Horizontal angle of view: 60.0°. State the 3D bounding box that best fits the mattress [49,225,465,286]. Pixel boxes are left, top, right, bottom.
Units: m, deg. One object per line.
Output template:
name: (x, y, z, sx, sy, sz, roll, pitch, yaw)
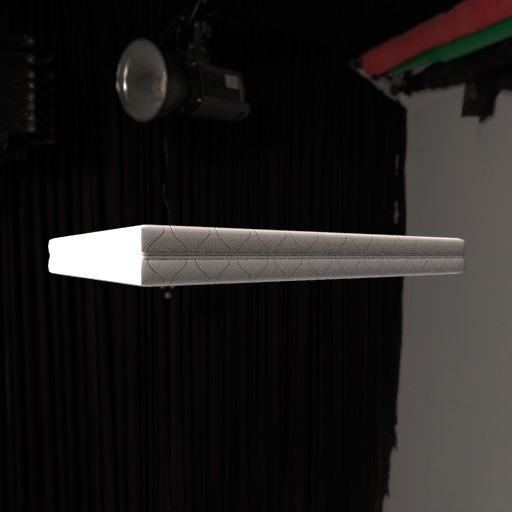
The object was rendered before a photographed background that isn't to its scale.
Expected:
mattress: (0.000, 0.000, 2.503, 1.900, 0.200, 1.400, 0, 0, -36)
